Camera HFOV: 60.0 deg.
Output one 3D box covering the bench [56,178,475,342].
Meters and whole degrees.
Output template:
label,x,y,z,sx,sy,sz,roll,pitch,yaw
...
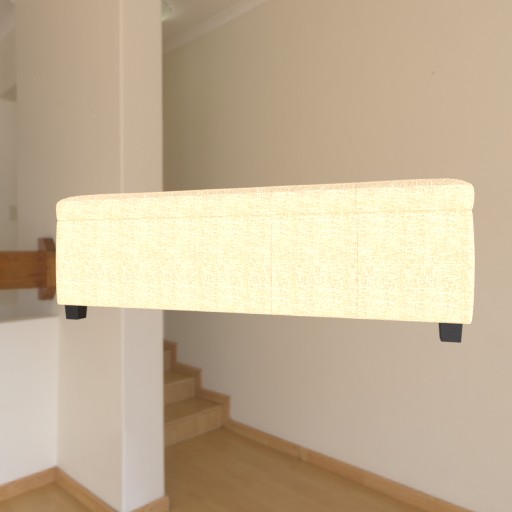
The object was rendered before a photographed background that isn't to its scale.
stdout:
label,x,y,z,sx,sy,sz,roll,pitch,yaw
bench,0.000,0.000,1.426,1.219,0.406,0.432,0,1,18
